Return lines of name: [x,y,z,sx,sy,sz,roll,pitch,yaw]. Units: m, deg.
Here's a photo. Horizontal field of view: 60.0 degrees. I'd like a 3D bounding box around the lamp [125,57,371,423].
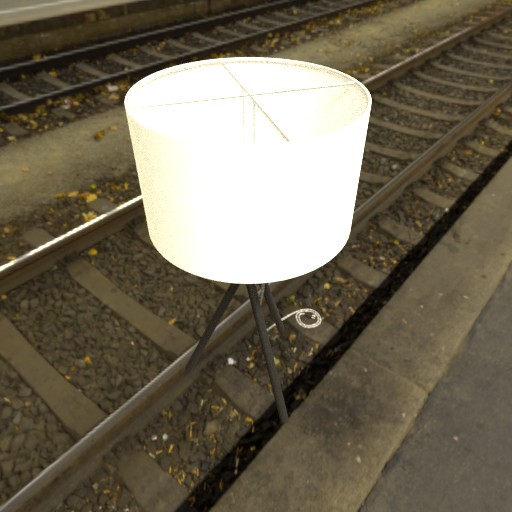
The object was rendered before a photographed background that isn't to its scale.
lamp: [0.000,0.000,0.887,0.353,0.674,0.422,12,41,14]
